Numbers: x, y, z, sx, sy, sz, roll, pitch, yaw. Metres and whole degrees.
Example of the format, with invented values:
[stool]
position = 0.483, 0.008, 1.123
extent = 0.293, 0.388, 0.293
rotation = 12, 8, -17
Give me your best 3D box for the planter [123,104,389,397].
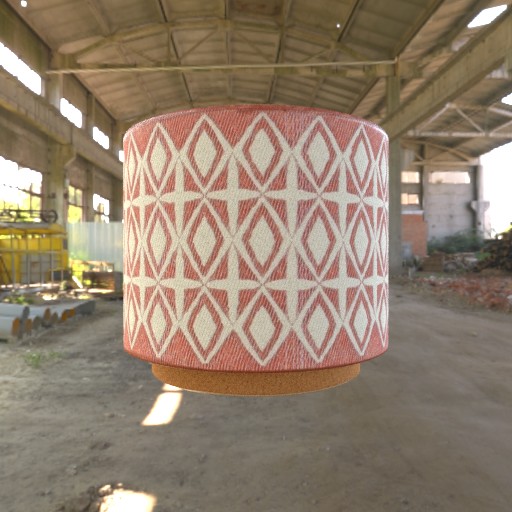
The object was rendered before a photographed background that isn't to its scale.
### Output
[planter]
position = 0.000, 0.000, 0.477
extent = 0.273, 0.237, 0.273
rotation = 0, 0, 0
